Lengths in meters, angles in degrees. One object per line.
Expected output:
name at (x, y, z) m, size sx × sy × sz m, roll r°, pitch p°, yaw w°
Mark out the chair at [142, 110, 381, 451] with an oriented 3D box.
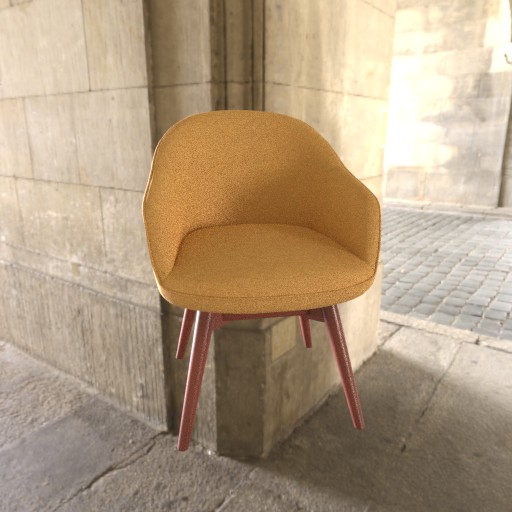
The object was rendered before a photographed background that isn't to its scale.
chair at (0.000, 0.000, 1.272) m, size 0.596 × 0.823 × 0.635 m, roll -3°, pitch 16°, yaw -10°
